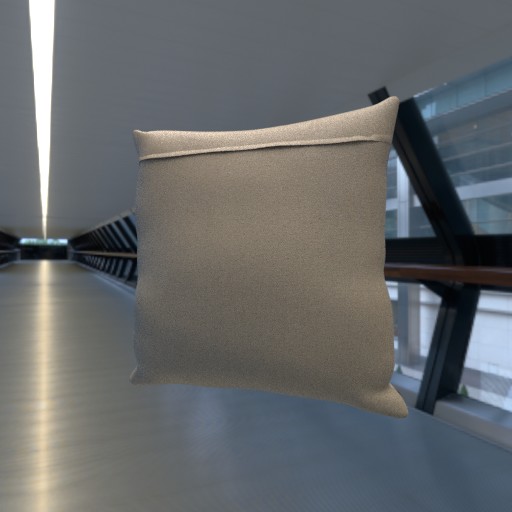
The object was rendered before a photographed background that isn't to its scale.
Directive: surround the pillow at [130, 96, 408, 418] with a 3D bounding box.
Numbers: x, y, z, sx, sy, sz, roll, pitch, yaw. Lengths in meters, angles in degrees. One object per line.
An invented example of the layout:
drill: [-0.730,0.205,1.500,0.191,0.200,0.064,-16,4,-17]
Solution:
pillow: [0.000,0.000,0.679,0.440,0.441,0.182,0,-1,19]
